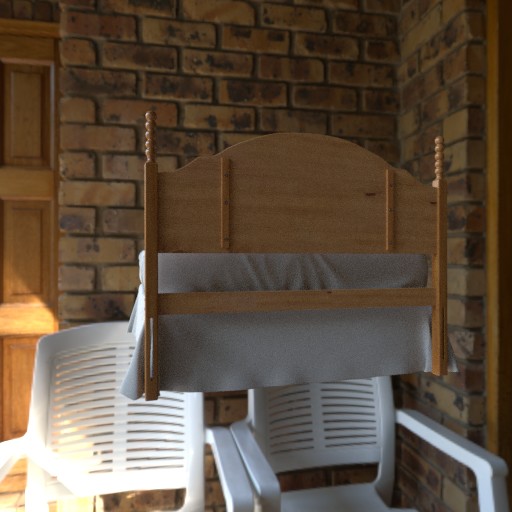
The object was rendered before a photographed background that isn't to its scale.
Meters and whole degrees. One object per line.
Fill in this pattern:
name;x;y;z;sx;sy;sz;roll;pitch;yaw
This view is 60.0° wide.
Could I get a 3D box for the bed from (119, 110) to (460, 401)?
bed;0.000;0.000;3.243;1.873;1.356;2.040;0;0;-16
